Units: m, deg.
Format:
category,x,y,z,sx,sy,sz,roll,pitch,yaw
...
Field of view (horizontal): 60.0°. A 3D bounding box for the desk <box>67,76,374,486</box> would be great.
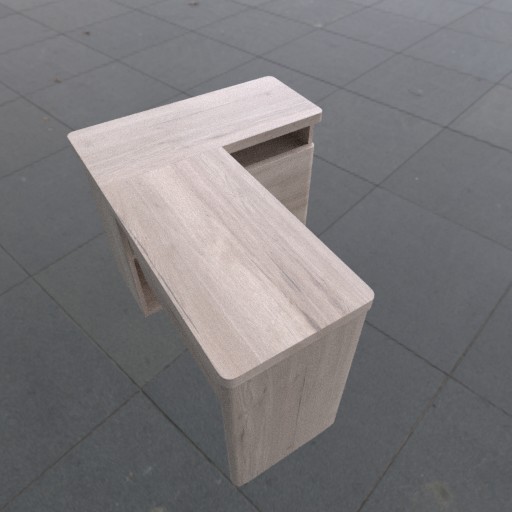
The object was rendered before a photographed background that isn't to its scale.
category,x,y,z,sx,sy,sz,roll,pitch,yaw
desk,0.000,0.000,1.713,0.900,0.760,1.169,-25,51,-22
